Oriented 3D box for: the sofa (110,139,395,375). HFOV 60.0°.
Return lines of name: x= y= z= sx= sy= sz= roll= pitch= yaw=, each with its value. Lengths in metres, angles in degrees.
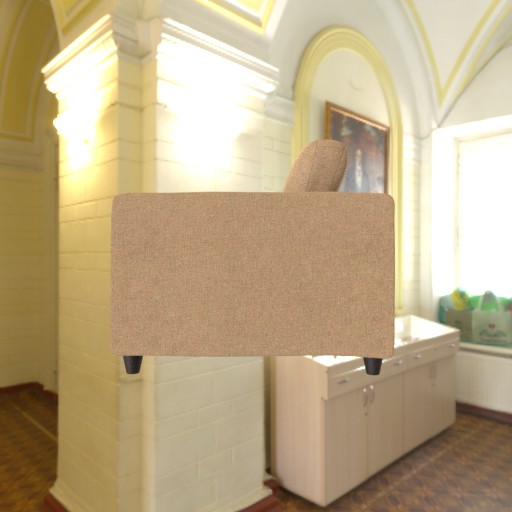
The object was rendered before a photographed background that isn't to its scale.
sofa: x=0.000 y=0.000 z=2.344 sx=0.930 sy=0.800 sz=1.855 roll=0 pitch=0 yaw=1
